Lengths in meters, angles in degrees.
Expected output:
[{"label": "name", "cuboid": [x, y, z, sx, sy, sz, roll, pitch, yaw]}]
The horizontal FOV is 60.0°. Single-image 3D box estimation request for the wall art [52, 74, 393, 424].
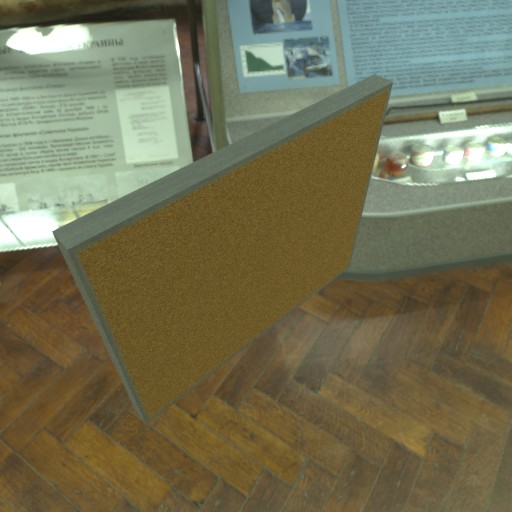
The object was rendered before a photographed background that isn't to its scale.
[{"label": "wall art", "cuboid": [0.000, 0.000, 0.759, 0.557, 0.450, 0.037, -33, 55, -27]}]
